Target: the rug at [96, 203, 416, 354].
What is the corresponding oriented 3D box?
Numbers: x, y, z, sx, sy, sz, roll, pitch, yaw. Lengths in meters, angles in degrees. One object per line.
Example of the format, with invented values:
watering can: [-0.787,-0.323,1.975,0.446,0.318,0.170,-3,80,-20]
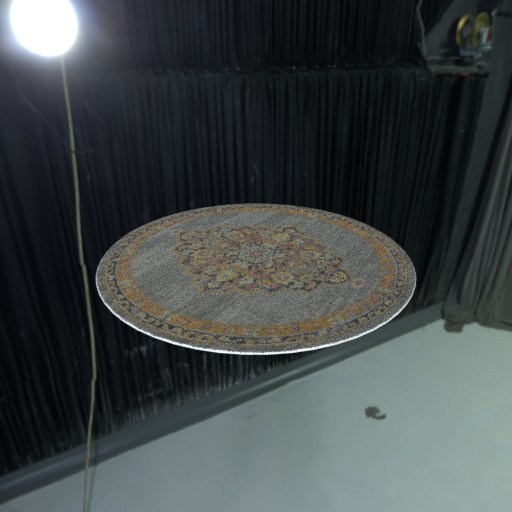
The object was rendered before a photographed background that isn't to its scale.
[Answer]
rug: [0.000,0.000,2.325,1.598,0.010,1.598,0,26,0]
